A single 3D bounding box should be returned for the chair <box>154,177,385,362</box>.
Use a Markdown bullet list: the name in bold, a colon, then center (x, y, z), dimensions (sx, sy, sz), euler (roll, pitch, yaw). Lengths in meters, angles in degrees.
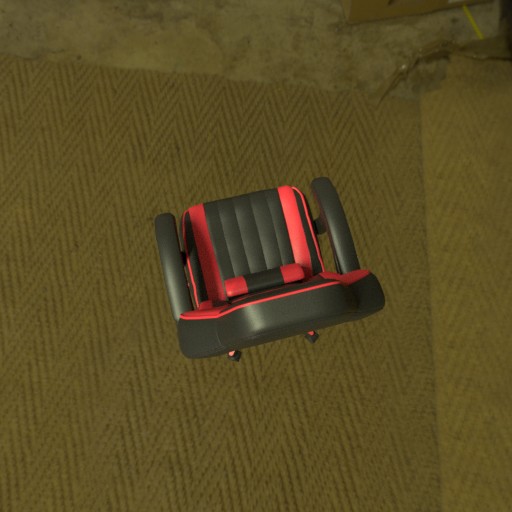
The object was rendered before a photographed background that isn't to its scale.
- **chair**: center (0.000, 0.000, 1.618), dimensions (0.700, 1.220, 0.700), euler (-14, 74, -4)
